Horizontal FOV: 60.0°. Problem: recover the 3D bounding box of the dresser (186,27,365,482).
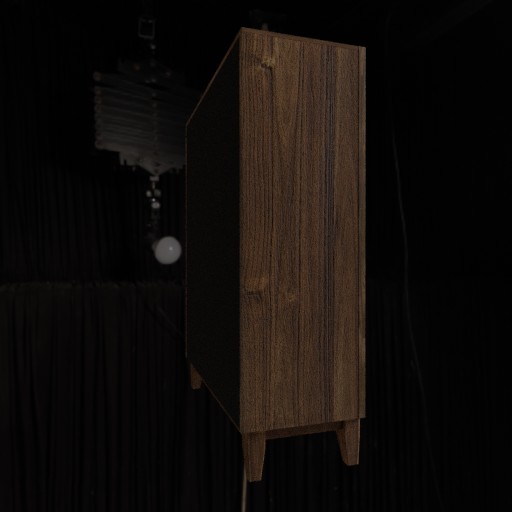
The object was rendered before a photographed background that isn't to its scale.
[{"bbox_3d":[0.000,0.000,1.919,0.442,1.393,1.062,0,0,-18],"label":"dresser"}]
